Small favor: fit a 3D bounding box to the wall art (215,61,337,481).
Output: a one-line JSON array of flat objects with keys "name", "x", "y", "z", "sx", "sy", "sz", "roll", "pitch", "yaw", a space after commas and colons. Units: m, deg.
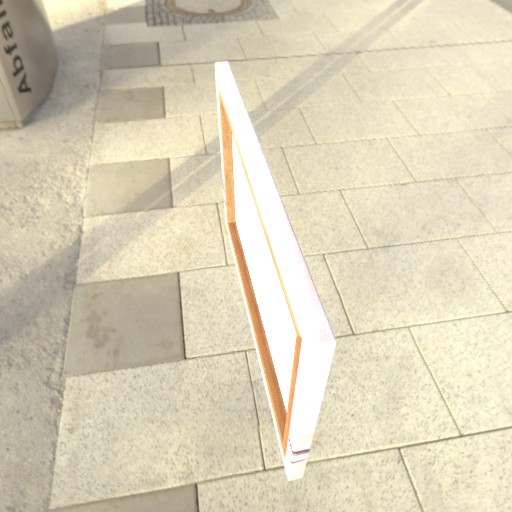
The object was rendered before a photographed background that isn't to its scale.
[{"name": "wall art", "x": 0.000, "y": 0.000, "z": 1.138, "sx": 0.038, "sy": 0.609, "sz": 0.913, "roll": -9, "pitch": 48, "yaw": -8}]
